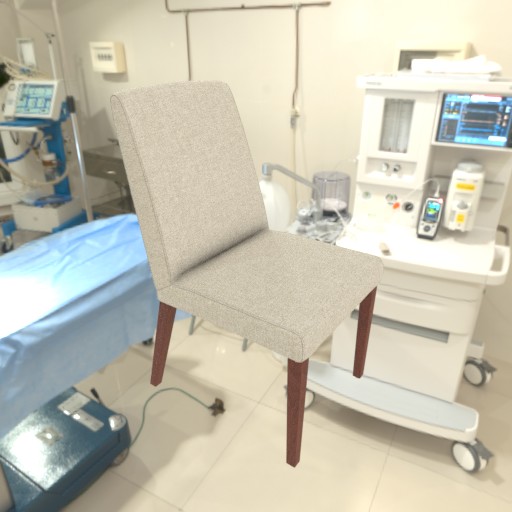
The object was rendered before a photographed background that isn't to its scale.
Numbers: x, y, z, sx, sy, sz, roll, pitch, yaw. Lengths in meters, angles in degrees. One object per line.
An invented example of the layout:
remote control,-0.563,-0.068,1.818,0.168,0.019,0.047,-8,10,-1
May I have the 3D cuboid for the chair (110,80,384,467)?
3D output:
chair,0.000,0.000,1.259,0.594,0.900,0.480,17,31,31
